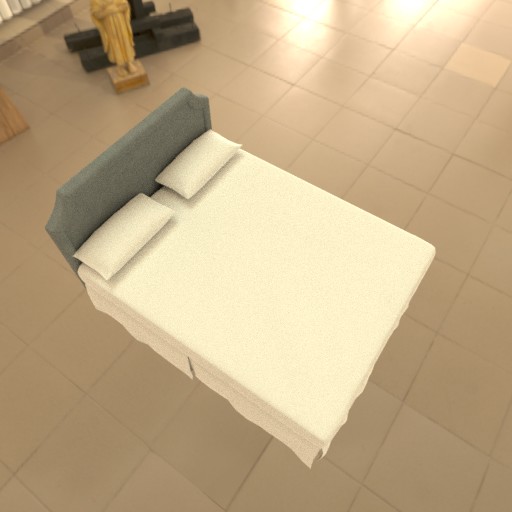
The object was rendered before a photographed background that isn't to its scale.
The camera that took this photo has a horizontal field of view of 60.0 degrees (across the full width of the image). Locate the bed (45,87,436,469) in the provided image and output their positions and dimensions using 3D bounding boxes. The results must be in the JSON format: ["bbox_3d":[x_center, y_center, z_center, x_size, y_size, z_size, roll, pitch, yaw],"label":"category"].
[{"bbox_3d":[0.000,0.000,3.578,2.464,1.306,1.977,30,62,18],"label":"bed"}]
